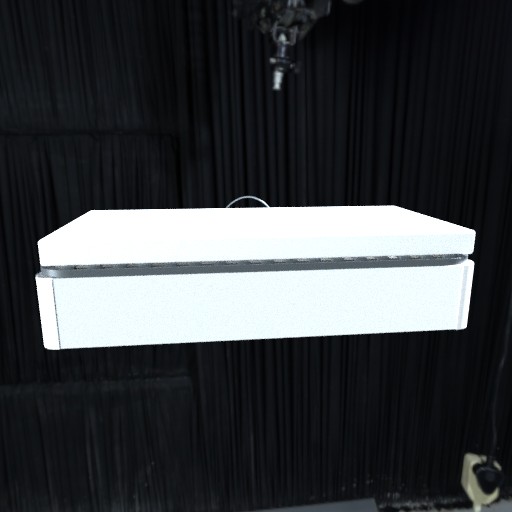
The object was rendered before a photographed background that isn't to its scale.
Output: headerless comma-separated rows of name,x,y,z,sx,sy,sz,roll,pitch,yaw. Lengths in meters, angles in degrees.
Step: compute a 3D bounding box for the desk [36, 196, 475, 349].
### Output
desk,0.000,0.000,2.302,1.900,0.526,0.900,-2,14,-7
